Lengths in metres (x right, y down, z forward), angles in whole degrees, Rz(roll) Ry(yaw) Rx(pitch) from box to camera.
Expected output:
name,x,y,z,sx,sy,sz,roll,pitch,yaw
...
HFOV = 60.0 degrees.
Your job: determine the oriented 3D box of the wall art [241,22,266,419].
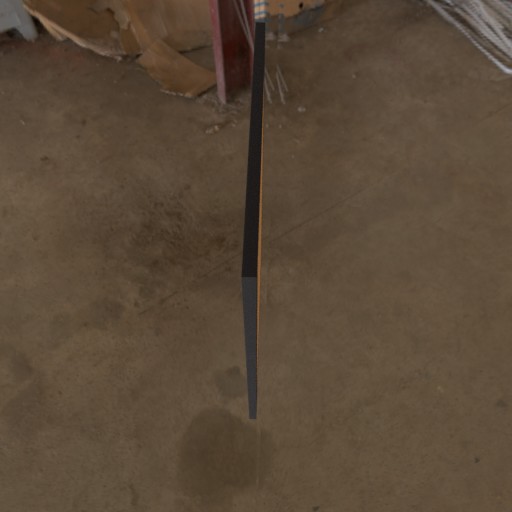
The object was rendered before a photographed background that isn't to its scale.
name,x,y,z,sx,sy,sz,roll,pitch,yaw
wall art,0.000,0.000,0.699,0.013,0.534,0.380,1,58,1
